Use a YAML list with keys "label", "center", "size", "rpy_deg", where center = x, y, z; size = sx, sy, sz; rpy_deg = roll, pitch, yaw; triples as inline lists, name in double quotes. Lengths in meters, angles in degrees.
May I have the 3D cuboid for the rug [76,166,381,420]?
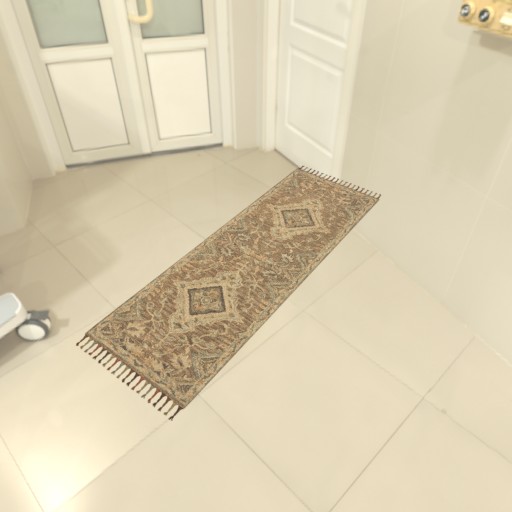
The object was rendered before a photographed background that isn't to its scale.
- label: "rug"
  center: [0.000, 0.000, 2.878]
  size: [2.378, 0.018, 1.324]
  rpy_deg: [-27, 49, -27]
